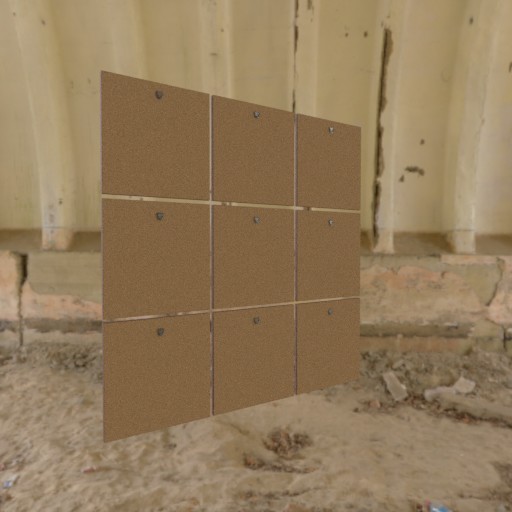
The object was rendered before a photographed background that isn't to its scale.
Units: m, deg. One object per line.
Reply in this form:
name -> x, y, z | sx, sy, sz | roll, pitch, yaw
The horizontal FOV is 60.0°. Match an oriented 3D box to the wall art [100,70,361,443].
wall art -> 0.000, 0.000, 1.797 | 1.221, 1.218, 0.024 | -1, 2, -35
